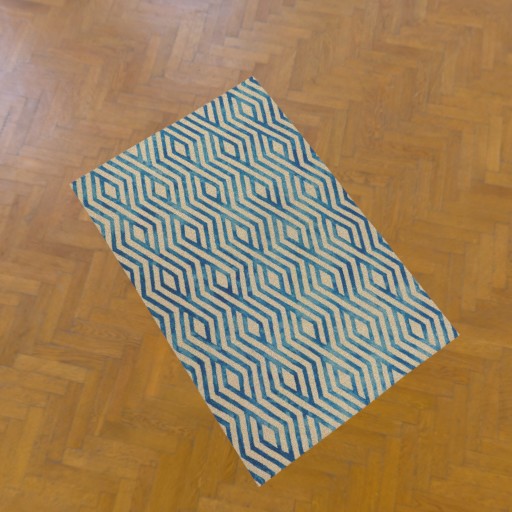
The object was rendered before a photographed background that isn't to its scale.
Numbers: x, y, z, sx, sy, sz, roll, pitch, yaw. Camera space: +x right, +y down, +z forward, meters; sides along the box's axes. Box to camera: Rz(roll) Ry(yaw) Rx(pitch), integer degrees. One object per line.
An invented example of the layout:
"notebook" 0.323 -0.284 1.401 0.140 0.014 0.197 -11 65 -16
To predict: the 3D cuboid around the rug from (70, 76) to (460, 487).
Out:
"rug" 0.000 0.000 2.323 1.225 0.008 1.830 -34 77 -9
